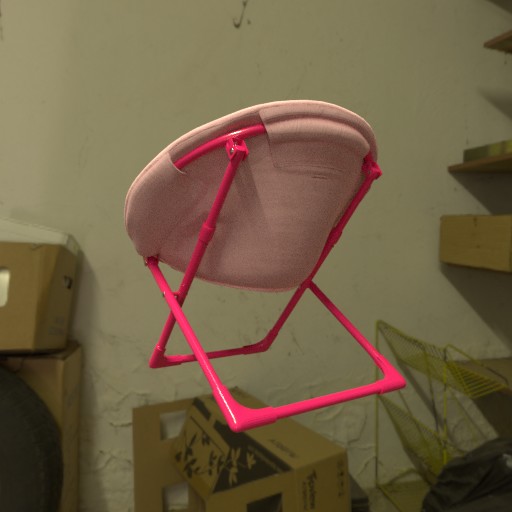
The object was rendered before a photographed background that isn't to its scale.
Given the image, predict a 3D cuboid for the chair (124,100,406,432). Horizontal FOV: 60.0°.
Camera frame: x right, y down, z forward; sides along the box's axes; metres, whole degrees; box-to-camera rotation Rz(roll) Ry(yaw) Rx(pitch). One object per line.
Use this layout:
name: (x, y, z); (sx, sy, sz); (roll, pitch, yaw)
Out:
chair: (0.000, 0.000, 0.904); (0.522, 0.494, 0.459); (0, 0, -34)
